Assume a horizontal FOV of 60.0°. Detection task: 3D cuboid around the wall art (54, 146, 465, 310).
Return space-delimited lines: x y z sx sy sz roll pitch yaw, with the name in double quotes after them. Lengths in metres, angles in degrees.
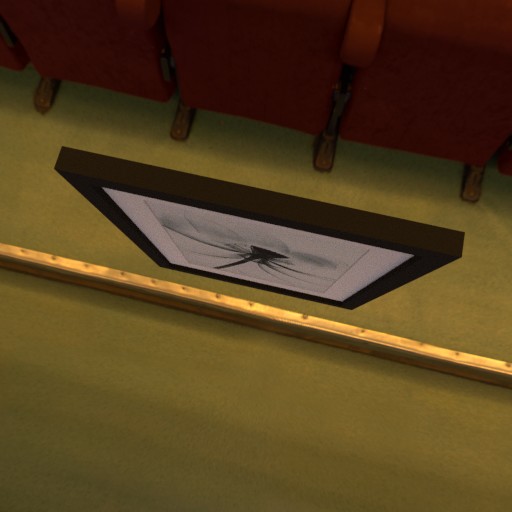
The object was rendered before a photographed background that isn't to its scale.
0.000 0.000 0.760 0.457 0.559 0.029 13 78 3 "wall art"
